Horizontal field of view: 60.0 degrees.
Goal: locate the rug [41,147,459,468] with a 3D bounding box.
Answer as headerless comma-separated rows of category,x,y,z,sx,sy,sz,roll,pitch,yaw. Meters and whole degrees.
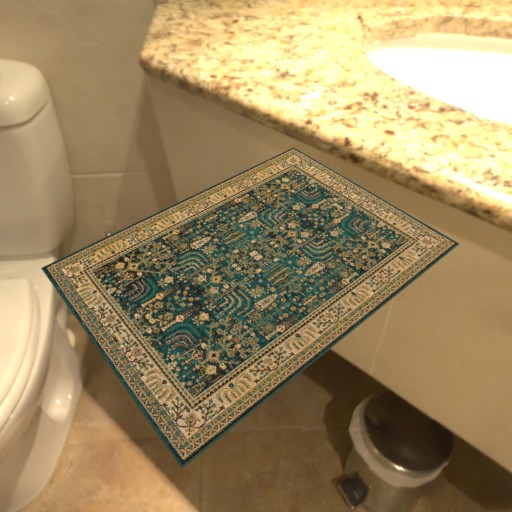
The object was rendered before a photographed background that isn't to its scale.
rug,0.000,0.000,2.884,2.213,0.013,1.594,-31,53,-27
